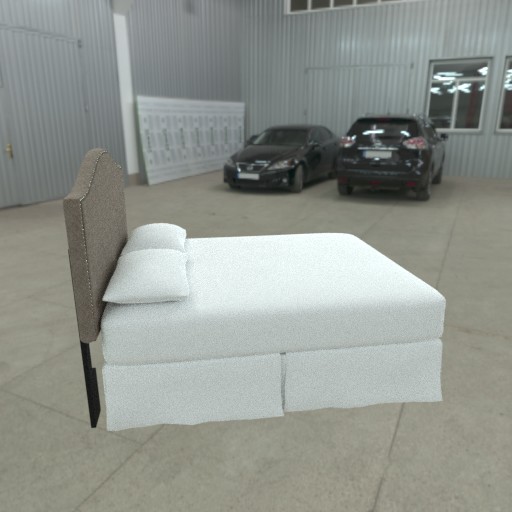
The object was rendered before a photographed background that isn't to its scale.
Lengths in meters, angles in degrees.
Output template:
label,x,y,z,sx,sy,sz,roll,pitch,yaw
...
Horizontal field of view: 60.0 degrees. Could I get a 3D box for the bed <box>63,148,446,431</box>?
label,x,y,z,sx,sy,sz,roll,pitch,yaw
bed,0.000,0.000,3.175,2.153,1.518,1.713,-3,17,-9
